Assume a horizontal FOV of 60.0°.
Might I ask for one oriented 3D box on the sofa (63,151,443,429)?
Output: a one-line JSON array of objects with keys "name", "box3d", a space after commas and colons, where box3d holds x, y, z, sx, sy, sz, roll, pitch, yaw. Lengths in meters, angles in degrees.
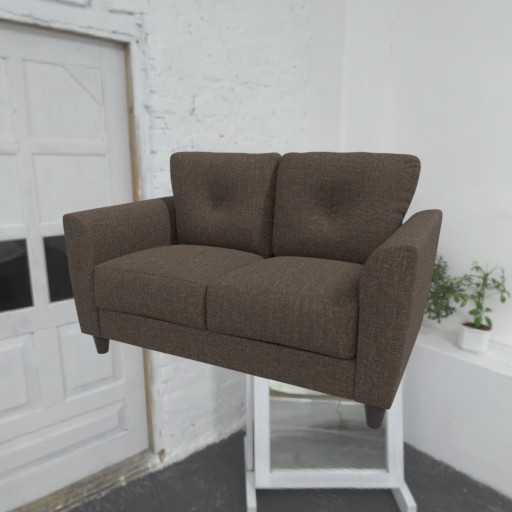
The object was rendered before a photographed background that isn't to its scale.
[{"name": "sofa", "box3d": [0.000, 0.000, 1.934, 1.423, 0.885, 0.851, 7, 15, 26]}]
